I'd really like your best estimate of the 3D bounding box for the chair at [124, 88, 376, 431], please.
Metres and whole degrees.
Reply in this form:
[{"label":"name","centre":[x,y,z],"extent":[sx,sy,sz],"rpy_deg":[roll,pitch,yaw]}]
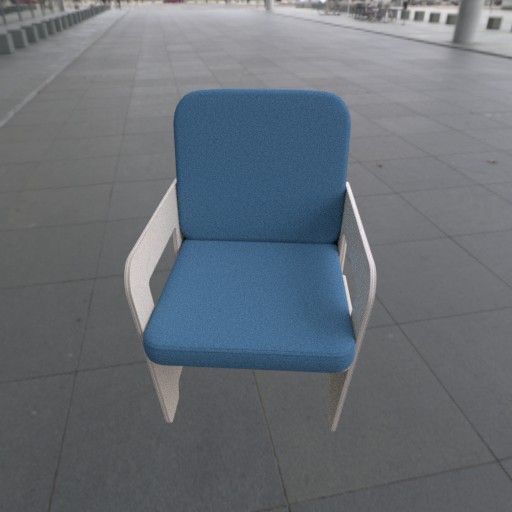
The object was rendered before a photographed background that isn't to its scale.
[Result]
[{"label":"chair","centre":[0.000,0.000,1.185],"extent":[0.547,0.747,0.657],"rpy_deg":[2,31,3]}]
